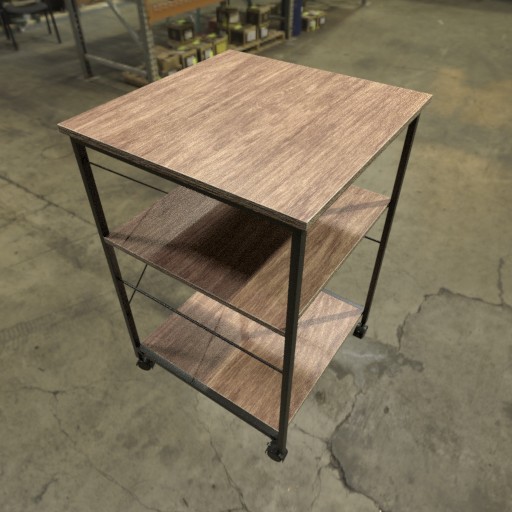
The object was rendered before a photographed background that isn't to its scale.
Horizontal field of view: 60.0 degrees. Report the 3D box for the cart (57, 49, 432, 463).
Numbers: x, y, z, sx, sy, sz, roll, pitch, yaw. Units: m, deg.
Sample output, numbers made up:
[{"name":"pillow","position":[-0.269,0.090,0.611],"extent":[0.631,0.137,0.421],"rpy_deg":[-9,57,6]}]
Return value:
[{"name":"cart","position":[0.000,0.000,1.109],"extent":[0.520,0.762,0.521],"rpy_deg":[24,47,25]}]
